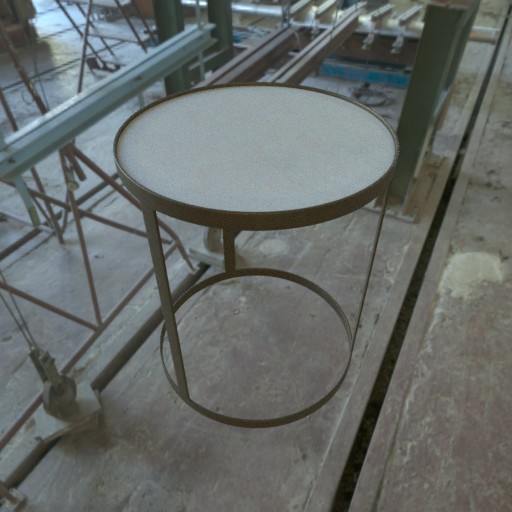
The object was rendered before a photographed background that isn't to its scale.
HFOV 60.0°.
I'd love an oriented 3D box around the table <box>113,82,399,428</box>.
[{"bbox_3d":[0.000,0.000,0.948,0.480,0.565,0.480,0,41,0],"label":"table"}]
